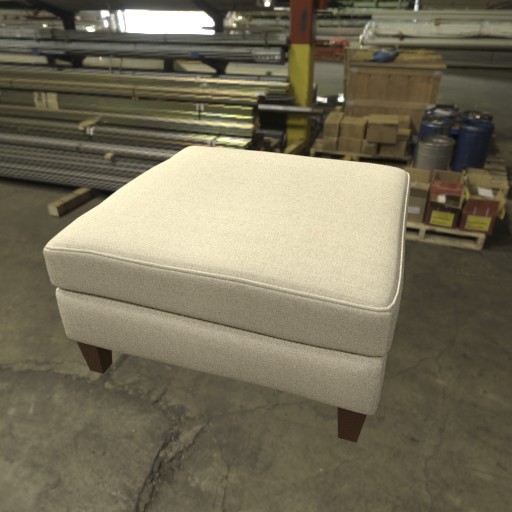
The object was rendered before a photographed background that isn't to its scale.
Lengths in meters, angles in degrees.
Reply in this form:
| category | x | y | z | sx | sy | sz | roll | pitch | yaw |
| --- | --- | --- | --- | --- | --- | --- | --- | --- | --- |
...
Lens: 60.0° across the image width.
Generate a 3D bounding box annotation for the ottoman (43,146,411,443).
| category | x | y | z | sx | sy | sz | roll | pitch | yaw |
| --- | --- | --- | --- | --- | --- | --- | --- | --- | --- |
| ottoman | 0.000 | 0.000 | 1.361 | 0.838 | 0.478 | 0.838 | 10 | 32 | 16 |
